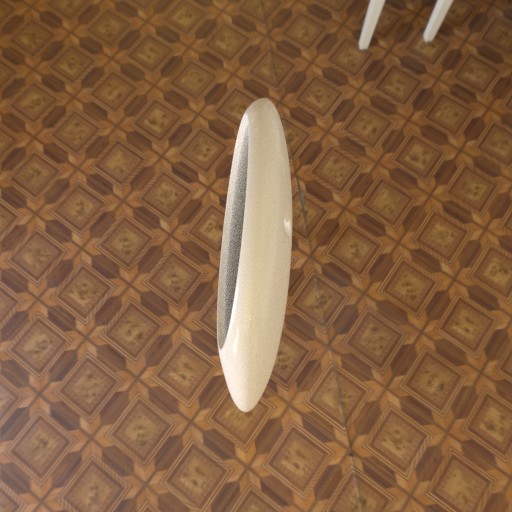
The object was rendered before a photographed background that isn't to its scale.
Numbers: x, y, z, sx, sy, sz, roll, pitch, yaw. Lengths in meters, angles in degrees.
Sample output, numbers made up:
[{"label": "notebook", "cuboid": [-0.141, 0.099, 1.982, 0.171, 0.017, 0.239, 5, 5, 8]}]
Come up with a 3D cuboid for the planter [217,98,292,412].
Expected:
[{"label": "planter", "cuboid": [0.000, 0.000, 0.278, 0.043, 0.188, 0.185, 4, 75, 1]}]
